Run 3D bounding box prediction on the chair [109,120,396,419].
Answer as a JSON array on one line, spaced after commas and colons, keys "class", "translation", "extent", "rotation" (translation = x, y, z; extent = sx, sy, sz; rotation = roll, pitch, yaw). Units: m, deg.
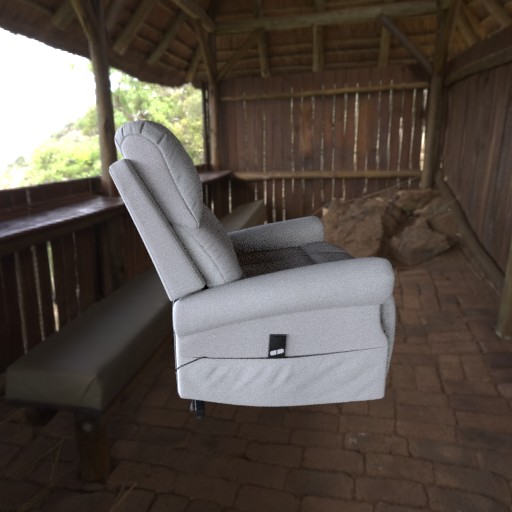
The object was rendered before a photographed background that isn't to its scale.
[{"class": "chair", "translation": [0.000, 0.000, 1.773], "extent": [0.979, 1.031, 0.871], "rotation": [-3, 16, -10]}]
